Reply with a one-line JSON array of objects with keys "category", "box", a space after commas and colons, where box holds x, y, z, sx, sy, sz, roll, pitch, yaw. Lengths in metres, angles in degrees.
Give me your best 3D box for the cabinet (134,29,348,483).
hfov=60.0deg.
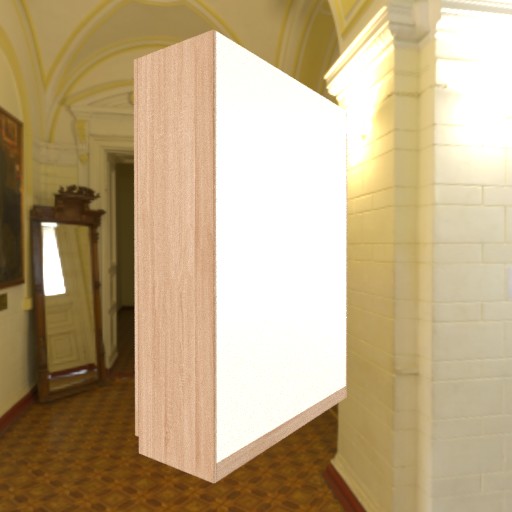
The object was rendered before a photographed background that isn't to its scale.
[{"category": "cabinet", "box": [0.000, 0.000, 2.847, 0.590, 2.120, 1.500, 1, 1, 36]}]
